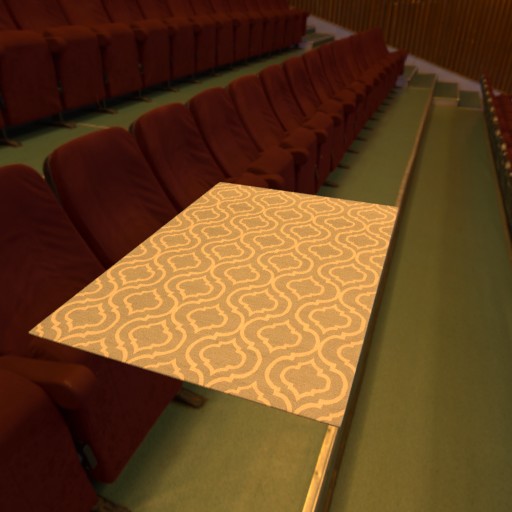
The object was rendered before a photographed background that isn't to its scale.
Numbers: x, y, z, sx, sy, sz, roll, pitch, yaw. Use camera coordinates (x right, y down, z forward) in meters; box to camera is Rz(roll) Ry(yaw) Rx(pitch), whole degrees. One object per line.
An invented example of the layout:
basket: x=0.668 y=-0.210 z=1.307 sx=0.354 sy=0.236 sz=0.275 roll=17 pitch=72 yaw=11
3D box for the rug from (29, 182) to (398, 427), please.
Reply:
rug: x=0.000 y=0.000 z=2.655 sx=1.451 sy=0.010 sz=2.080 roll=11 pitch=32 yaw=18
